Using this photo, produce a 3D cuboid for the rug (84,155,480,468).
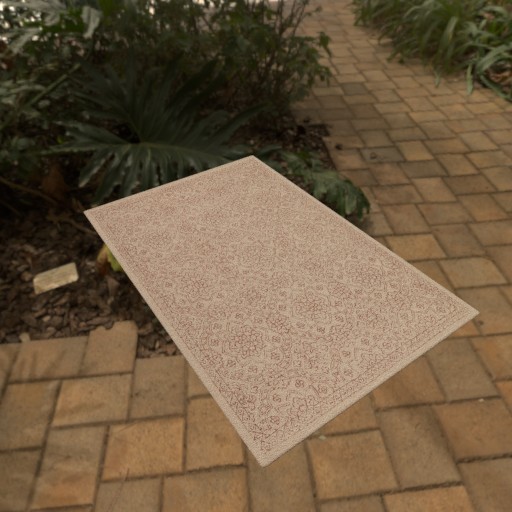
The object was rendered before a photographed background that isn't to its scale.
[{"bbox_3d":[0.000,0.000,2.322,1.219,0.010,1.829,-24,46,-26],"label":"rug"}]
